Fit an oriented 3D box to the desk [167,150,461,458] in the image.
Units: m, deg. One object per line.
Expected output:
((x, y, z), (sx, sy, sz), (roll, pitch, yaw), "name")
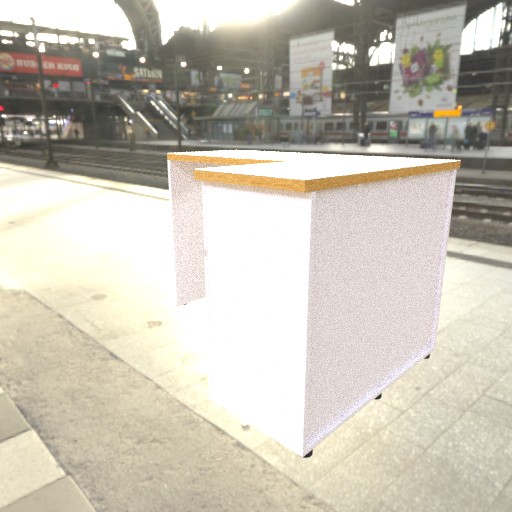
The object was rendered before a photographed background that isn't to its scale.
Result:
((0.000, 0.000, 1.770), (1.170, 0.760, 0.900), (15, 22, 42), "desk")
